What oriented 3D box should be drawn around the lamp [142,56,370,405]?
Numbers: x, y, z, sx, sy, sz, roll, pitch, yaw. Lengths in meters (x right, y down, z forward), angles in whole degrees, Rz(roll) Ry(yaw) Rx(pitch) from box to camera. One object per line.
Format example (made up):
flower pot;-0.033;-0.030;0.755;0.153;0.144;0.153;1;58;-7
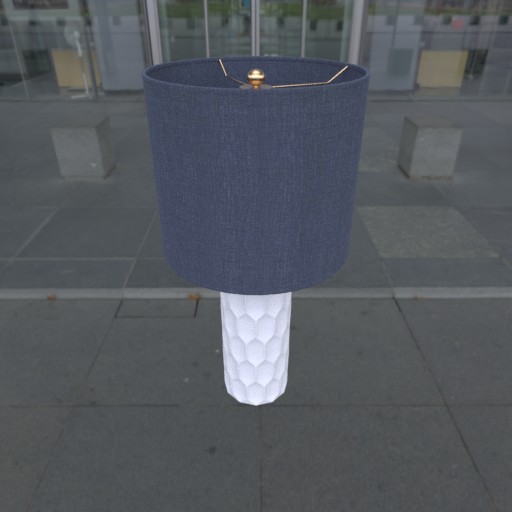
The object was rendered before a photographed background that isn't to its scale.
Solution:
lamp;0.000;0.000;0.684;0.277;0.537;0.277;8;31;13
